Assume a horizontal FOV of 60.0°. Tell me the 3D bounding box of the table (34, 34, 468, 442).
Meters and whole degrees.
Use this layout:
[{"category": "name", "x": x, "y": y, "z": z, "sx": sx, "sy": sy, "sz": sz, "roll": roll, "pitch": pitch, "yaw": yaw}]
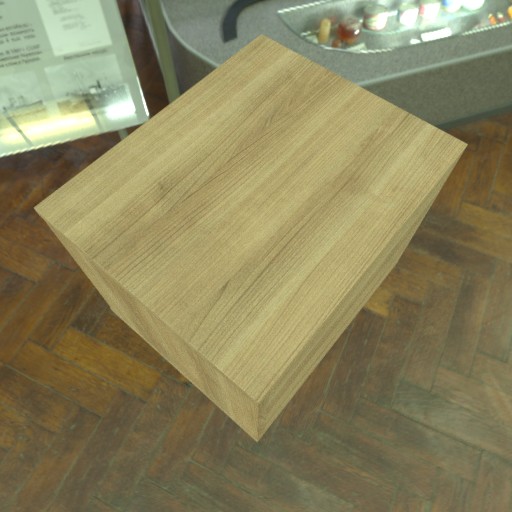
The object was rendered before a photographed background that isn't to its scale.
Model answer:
[{"category": "table", "x": 0.000, "y": 0.000, "z": 0.782, "sx": 0.380, "sy": 0.460, "sz": 0.445, "roll": 36, "pitch": 67, "yaw": 18}]
